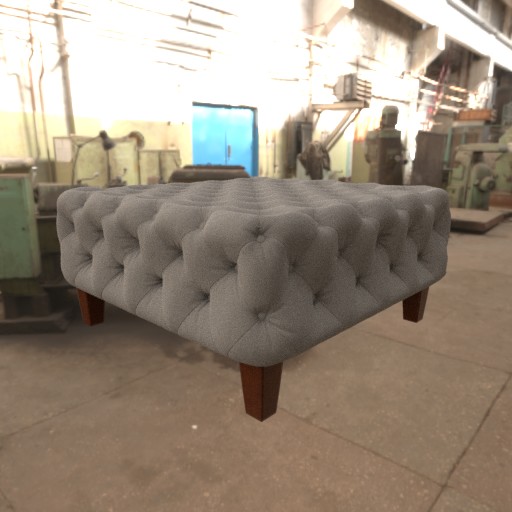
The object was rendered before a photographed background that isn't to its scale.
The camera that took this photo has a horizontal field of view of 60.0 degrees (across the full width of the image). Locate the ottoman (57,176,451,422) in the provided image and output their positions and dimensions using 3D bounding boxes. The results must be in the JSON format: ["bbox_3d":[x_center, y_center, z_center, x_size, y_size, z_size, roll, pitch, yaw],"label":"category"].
[{"bbox_3d":[0.000,0.000,1.403,0.911,0.439,0.917,12,18,42],"label":"ottoman"}]
